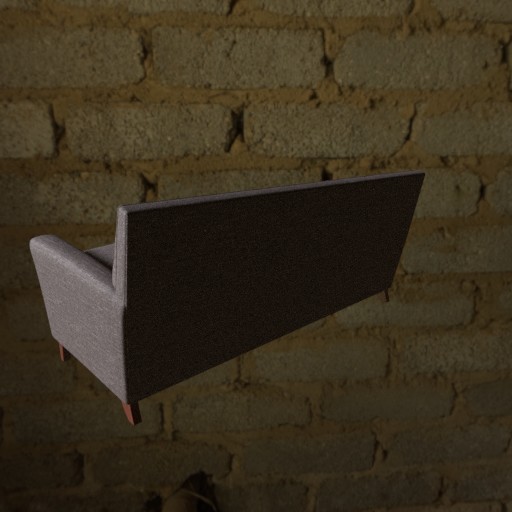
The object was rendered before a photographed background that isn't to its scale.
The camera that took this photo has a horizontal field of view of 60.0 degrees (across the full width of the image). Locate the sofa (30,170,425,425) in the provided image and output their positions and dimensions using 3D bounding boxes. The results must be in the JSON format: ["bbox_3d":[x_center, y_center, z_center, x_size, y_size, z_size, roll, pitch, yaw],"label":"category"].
[{"bbox_3d":[0.000,0.000,2.364,1.976,0.846,0.875,-15,21,-42],"label":"sofa"}]
